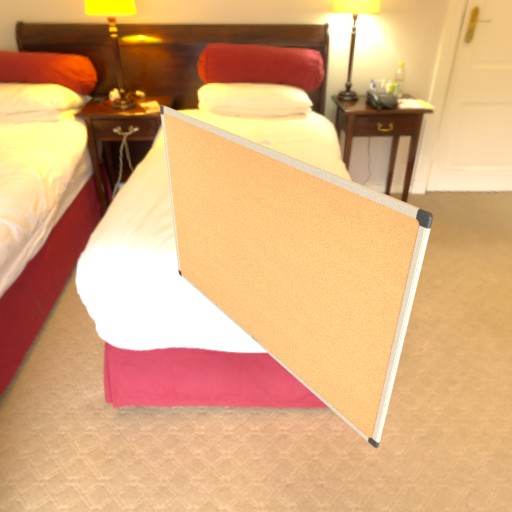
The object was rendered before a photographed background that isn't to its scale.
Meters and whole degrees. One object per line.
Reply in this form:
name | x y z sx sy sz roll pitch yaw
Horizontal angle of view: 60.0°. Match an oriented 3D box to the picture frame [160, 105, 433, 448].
picture frame | 0.000 0.000 1.154 0.010 0.600 0.900 -23 39 -32
